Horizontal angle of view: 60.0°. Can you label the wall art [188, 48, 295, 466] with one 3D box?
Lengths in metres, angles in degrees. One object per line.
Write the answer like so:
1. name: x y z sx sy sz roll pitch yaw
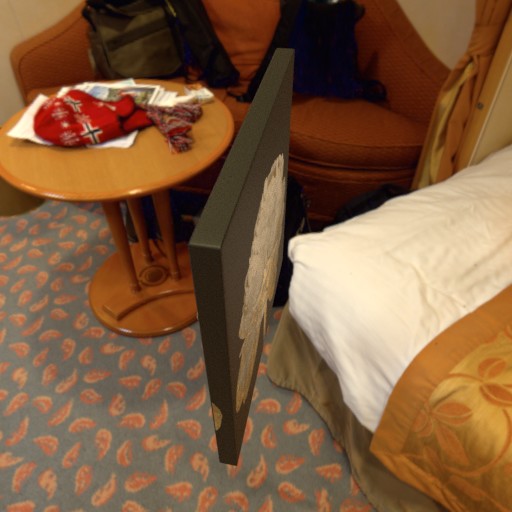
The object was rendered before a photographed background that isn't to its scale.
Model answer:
1. wall art: 0.000 0.000 0.907 0.043 0.611 0.610 8 45 8
